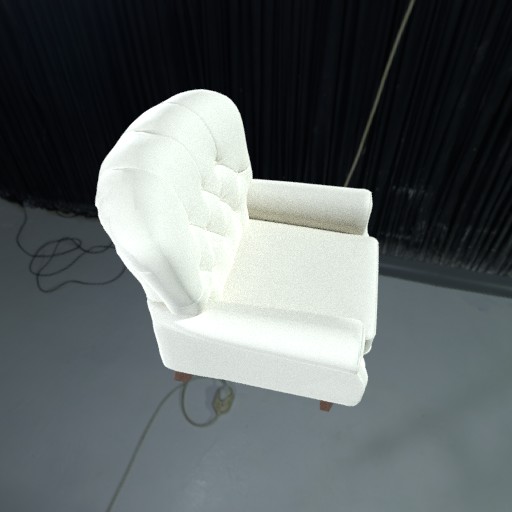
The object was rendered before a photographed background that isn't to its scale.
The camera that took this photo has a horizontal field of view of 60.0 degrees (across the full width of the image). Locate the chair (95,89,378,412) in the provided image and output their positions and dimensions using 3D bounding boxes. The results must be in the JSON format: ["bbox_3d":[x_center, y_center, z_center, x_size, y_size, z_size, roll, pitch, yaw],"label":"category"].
[{"bbox_3d":[0.000,0.000,2.022,1.132,1.169,1.035,9,48,8],"label":"chair"}]
